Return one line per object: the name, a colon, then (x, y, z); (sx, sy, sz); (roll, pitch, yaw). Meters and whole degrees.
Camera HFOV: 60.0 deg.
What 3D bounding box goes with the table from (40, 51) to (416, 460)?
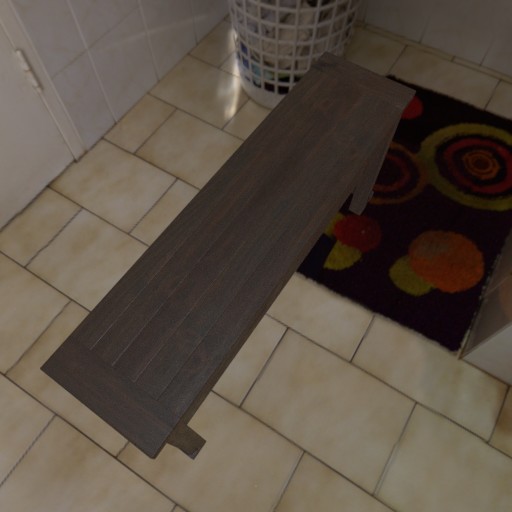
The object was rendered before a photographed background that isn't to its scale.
table: (0.000, 0.000, 1.834); (0.442, 0.762, 1.599); (31, 67, 15)
